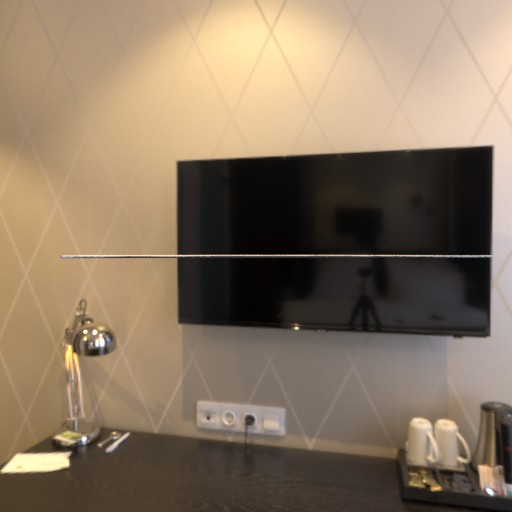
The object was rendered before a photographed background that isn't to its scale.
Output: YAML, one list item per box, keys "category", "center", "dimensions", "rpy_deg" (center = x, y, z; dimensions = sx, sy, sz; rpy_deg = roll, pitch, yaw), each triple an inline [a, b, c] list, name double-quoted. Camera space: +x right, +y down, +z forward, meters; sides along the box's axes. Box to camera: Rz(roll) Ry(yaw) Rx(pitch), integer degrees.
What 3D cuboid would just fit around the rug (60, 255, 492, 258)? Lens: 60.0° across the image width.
- category: "rug"
  center: [0.000, 0.000, 4.122]
  dimensions: [3.049, 0.015, 2.457]
  rpy_deg: [0, 0, -17]
